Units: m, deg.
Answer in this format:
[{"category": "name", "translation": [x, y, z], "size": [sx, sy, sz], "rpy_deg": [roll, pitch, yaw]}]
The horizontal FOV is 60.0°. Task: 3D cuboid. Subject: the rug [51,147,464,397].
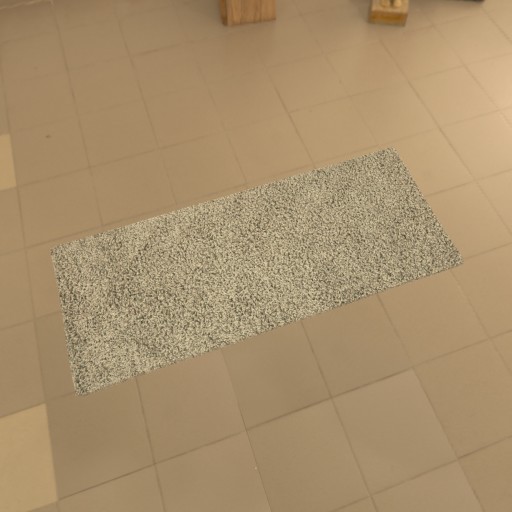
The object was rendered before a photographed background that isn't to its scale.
[{"category": "rug", "translation": [0.000, 0.000, 1.755], "size": [1.524, 0.030, 0.609], "rpy_deg": [-18, 66, -8]}]
